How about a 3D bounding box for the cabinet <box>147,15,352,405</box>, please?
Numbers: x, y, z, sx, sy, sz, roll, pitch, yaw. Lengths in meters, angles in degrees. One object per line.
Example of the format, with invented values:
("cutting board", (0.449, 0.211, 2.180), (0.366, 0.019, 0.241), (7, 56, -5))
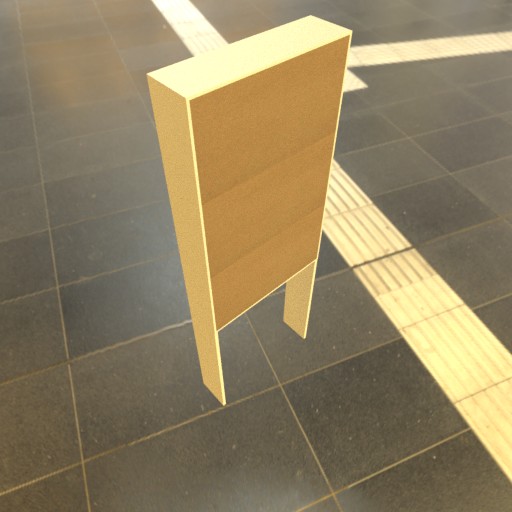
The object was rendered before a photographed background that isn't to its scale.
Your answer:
("cabinet", (0.000, 0.000, 1.942), (0.643, 1.770, 0.192), (-34, 56, -27))
